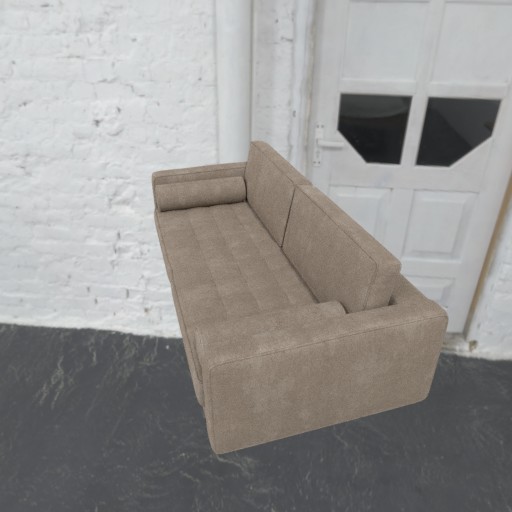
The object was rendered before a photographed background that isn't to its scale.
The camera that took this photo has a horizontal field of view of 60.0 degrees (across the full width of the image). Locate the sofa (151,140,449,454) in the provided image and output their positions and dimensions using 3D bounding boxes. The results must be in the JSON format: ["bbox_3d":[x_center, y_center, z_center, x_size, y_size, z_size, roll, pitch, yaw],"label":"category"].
[{"bbox_3d":[0.000,0.000,2.327,0.920,0.769,1.883,-9,32,-14],"label":"sofa"}]
